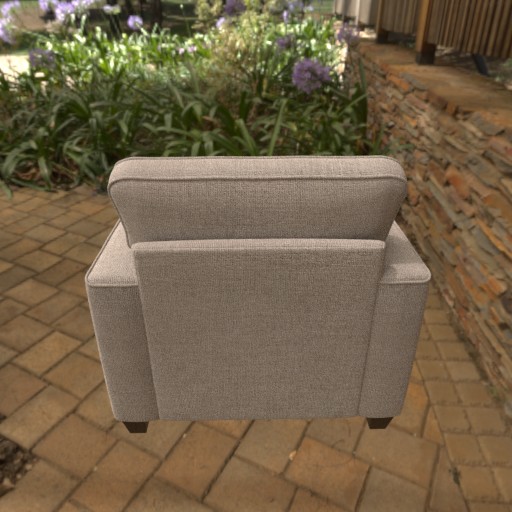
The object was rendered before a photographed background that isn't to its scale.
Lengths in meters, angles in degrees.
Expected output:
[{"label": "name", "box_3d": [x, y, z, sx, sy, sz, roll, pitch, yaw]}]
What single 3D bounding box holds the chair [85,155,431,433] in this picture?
[{"label": "chair", "box_3d": [0.000, 0.000, 1.727, 1.015, 0.965, 0.939, -1, 29, -1]}]
